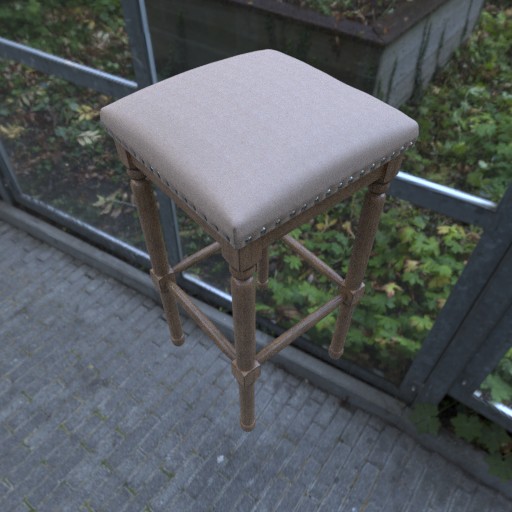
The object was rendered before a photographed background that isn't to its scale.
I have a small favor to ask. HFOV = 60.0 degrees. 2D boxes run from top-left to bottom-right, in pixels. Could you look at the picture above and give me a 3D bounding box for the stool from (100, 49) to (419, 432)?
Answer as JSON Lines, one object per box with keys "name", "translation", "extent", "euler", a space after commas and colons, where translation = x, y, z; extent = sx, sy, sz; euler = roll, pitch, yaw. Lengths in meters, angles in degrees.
{"name": "stool", "translation": [0.000, 0.000, 0.974], "extent": [0.383, 0.768, 0.382], "euler": [-31, 55, -26]}
